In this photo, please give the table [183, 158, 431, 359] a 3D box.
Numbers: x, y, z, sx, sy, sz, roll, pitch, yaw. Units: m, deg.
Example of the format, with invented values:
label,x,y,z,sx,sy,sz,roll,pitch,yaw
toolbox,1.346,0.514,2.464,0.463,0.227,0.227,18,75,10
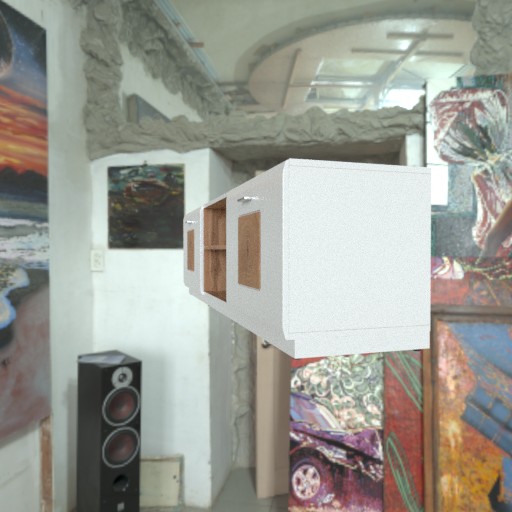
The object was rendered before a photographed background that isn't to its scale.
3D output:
label,x,y,z,sx,sy,sz,roll,pitch,yaw
table,0.000,0.000,1.744,0.400,0.440,1.550,0,1,-17
